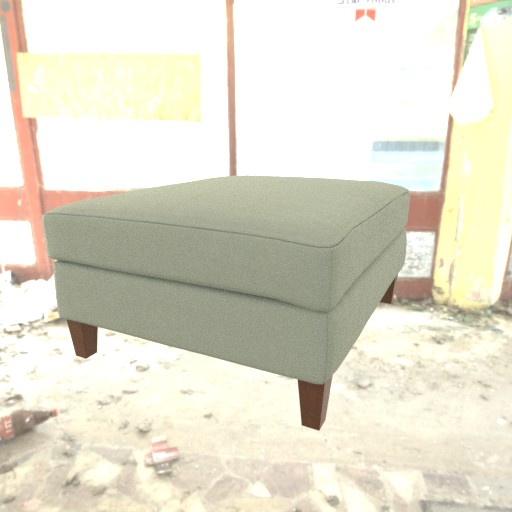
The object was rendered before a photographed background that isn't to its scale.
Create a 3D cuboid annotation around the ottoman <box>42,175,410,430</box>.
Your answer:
[{"bbox_3d":[0.000,0.000,1.483,0.842,0.494,0.991,8,18,26],"label":"ottoman"}]
